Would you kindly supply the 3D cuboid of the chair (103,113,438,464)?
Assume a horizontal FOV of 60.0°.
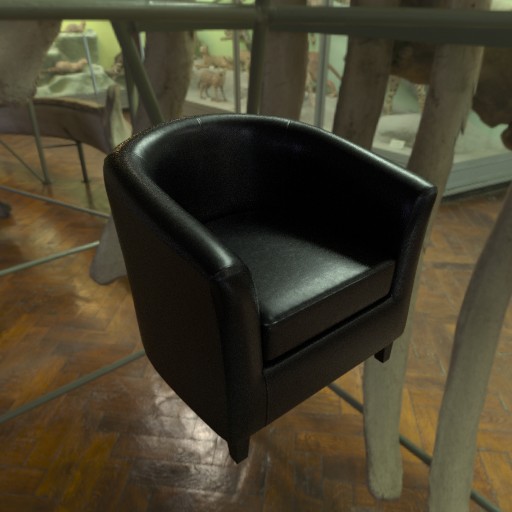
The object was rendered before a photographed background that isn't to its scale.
[{"bbox_3d":[0.000,0.000,1.400,0.793,0.756,0.727,-21,36,-33],"label":"chair"}]
